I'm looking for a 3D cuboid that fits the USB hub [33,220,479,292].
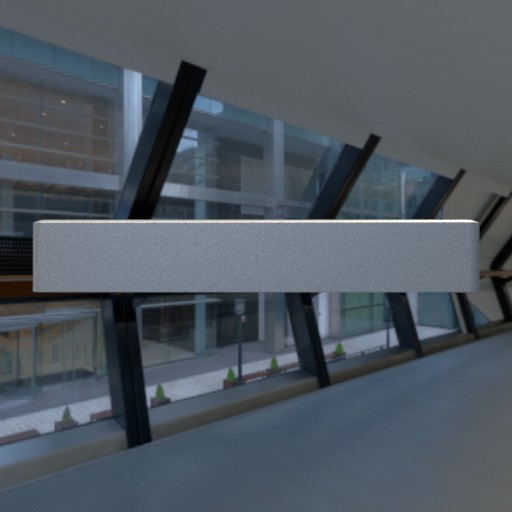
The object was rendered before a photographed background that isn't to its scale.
[{"bbox_3d":[0.000,0.000,0.162,0.145,0.023,0.044,0,0,0],"label":"USB hub"}]
